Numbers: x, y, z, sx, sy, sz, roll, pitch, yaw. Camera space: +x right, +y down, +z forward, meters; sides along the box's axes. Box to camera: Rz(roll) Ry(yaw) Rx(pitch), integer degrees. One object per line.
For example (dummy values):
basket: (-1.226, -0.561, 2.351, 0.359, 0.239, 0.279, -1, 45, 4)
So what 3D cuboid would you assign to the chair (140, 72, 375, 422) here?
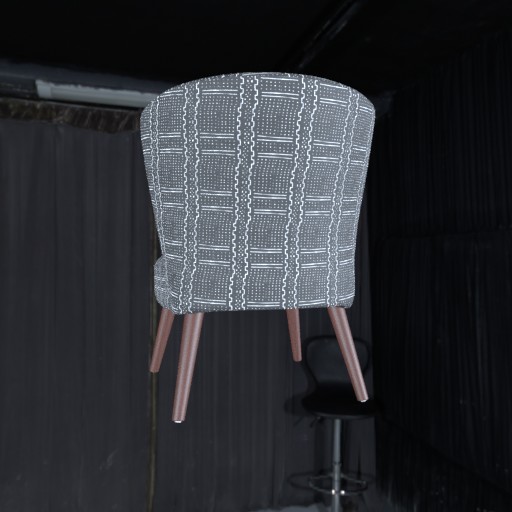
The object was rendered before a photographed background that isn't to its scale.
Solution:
chair: (0.000, 0.000, 1.393, 0.710, 0.866, 0.758, 0, 0, -18)
